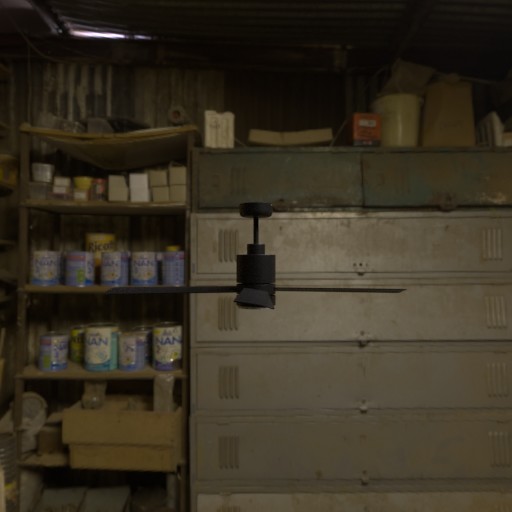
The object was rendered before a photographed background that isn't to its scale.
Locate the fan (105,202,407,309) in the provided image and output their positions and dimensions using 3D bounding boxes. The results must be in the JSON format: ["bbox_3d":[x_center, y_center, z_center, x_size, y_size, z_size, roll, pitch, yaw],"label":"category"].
[{"bbox_3d":[0.000,0.000,2.293,1.525,0.534,1.525,0,-1,1],"label":"fan"}]
